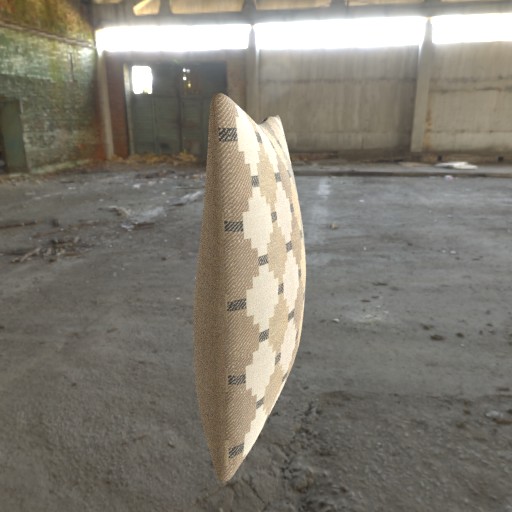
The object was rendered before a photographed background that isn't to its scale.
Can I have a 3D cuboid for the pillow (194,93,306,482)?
[{"bbox_3d":[0.000,0.000,0.854,0.192,0.558,0.578,3,17,9],"label":"pillow"}]
